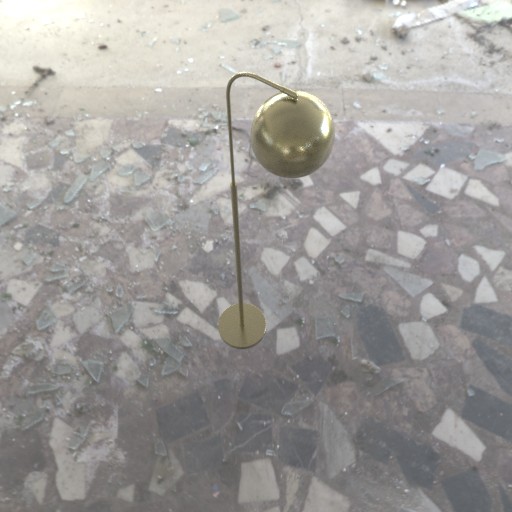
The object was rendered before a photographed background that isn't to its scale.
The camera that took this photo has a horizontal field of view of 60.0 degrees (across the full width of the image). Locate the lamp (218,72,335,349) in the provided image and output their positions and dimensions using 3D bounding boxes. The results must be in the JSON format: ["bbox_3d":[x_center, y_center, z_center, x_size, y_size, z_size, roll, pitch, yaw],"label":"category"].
[{"bbox_3d":[0.000,0.000,1.659,0.431,1.526,0.250,33,63,20],"label":"lamp"}]
